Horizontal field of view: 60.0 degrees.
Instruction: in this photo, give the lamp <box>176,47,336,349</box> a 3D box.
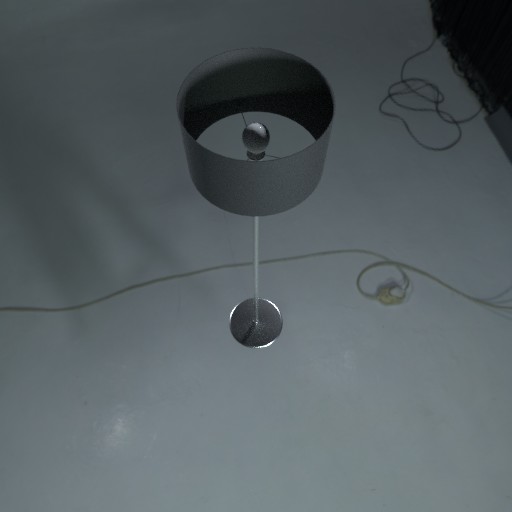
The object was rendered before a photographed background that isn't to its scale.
[{"bbox_3d":[0.000,0.000,1.604,0.348,1.443,0.348,-13,63,-7],"label":"lamp"}]
